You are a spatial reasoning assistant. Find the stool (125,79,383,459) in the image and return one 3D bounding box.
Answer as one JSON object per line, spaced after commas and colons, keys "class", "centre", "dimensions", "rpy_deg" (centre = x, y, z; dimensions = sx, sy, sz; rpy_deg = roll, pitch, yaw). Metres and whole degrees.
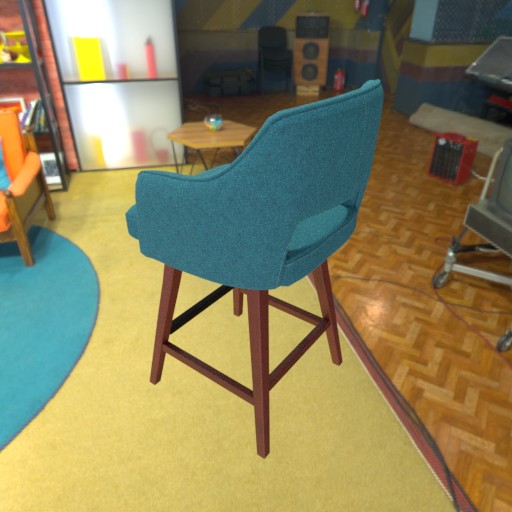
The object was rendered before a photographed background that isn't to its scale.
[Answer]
{"class": "stool", "centre": [0.000, 0.000, 1.264], "dimensions": [0.556, 0.961, 0.548], "rpy_deg": [21, 37, 31]}
